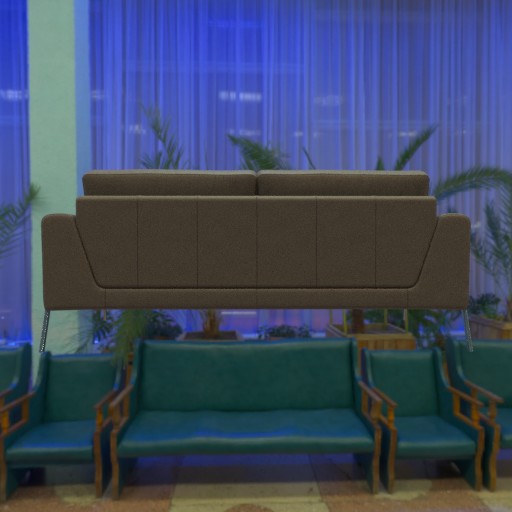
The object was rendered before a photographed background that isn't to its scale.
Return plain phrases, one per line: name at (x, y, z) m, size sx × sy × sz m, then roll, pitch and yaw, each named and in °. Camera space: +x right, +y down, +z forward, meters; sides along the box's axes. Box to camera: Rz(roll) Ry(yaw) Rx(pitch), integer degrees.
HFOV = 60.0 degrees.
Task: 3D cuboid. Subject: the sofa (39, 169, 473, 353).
sofa at (0.000, 0.000, 2.513) m, size 2.017 × 0.875 × 0.953 m, roll 0°, pitch 1°, yaw -1°
